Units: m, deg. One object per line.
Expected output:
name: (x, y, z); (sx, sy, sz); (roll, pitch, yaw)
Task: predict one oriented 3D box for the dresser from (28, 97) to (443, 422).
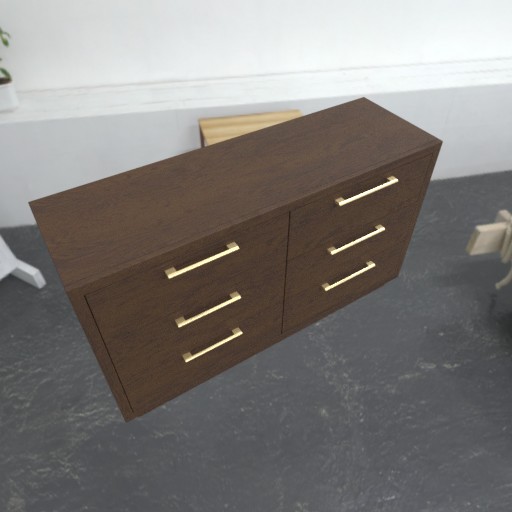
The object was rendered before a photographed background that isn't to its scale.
dresser: (0.000, 0.000, 1.963); (1.523, 0.889, 0.512); (-24, 49, -22)
